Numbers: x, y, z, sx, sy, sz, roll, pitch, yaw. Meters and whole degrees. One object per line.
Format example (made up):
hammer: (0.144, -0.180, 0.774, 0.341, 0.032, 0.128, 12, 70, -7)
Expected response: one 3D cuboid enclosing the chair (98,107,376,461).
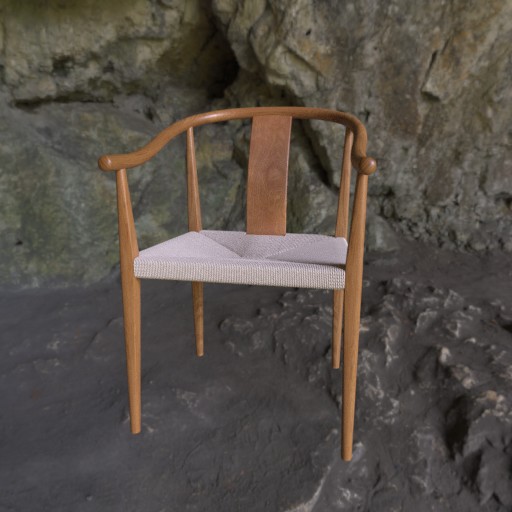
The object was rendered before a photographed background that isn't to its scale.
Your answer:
chair: (0.000, 0.000, 1.194, 0.556, 0.800, 0.579, 3, 15, 10)
